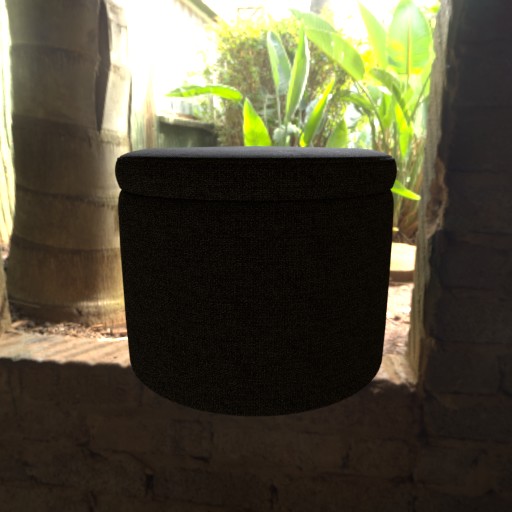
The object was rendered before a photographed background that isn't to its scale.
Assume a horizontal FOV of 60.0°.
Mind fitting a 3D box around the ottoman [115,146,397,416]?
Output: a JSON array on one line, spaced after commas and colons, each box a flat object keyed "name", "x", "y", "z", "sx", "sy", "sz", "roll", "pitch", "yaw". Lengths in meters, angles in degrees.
[{"name": "ottoman", "x": 0.000, "y": 0.000, "z": 0.893, "sx": 0.520, "sy": 0.430, "sz": 0.520, "roll": 0, "pitch": 14, "yaw": 0}]
